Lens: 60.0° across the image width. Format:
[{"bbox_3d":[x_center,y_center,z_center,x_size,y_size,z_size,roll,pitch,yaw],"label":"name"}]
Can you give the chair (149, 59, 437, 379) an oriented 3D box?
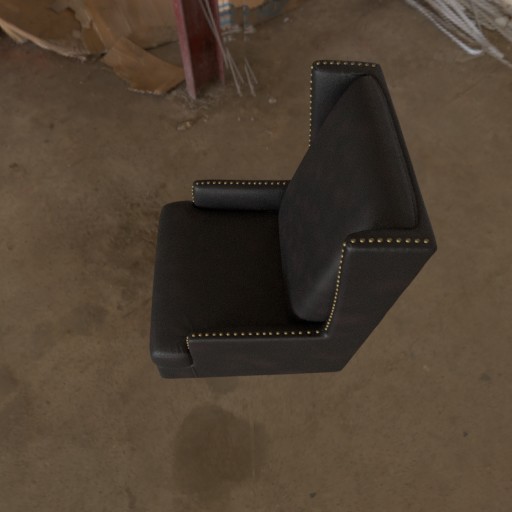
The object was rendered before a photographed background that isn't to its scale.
[{"bbox_3d":[0.000,0.000,1.632,0.799,1.142,0.703,-2,59,-1],"label":"chair"}]
